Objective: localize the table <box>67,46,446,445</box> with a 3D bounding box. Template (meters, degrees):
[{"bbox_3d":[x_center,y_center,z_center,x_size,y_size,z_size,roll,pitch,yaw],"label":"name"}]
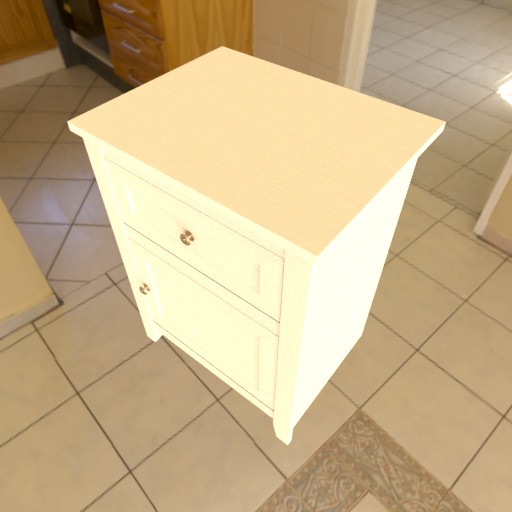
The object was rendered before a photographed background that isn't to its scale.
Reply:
[{"bbox_3d":[0.000,0.000,0.947,0.480,0.635,0.381,30,54,25],"label":"table"}]
